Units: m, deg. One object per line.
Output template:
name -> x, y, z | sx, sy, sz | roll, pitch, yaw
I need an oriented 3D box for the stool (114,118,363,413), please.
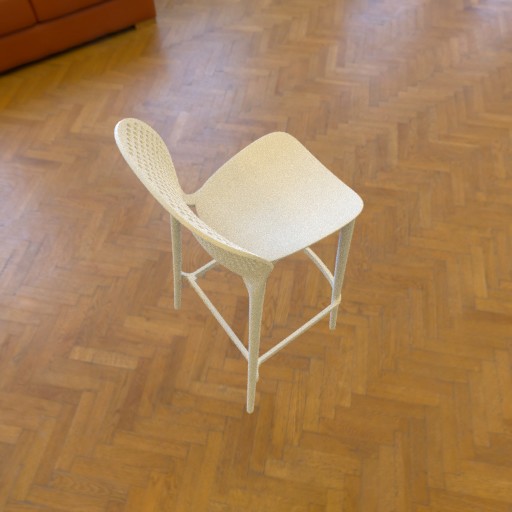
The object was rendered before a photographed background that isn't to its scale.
stool -> 0.000, 0.000, 1.347 | 0.535, 1.045, 0.536 | -32, 63, -18
